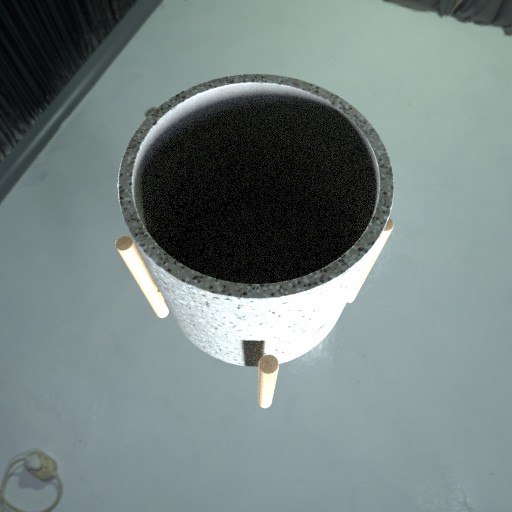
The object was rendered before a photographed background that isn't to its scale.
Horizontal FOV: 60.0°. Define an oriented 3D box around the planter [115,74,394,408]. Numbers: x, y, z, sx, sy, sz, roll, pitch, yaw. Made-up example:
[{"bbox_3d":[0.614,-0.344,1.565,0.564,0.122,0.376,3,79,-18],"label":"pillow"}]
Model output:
[{"bbox_3d":[0.000,0.000,0.677,0.360,0.419,0.360,16,64,8],"label":"planter"}]
